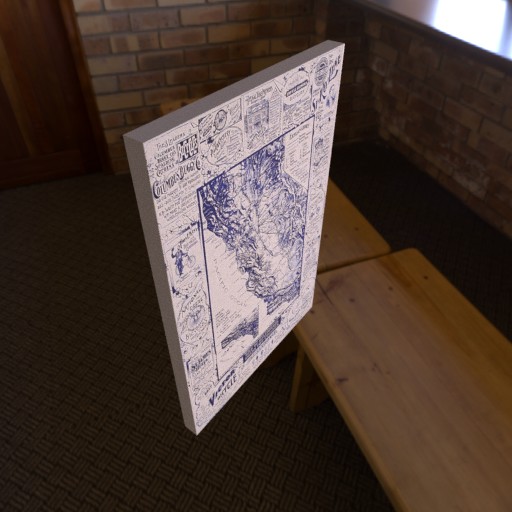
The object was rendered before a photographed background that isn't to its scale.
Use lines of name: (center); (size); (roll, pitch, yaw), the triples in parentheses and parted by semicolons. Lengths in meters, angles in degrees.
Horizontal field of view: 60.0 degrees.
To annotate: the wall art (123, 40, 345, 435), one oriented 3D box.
wall art: (0.000, 0.000, 0.958); (0.039, 0.753, 0.511); (27, 48, 27)
